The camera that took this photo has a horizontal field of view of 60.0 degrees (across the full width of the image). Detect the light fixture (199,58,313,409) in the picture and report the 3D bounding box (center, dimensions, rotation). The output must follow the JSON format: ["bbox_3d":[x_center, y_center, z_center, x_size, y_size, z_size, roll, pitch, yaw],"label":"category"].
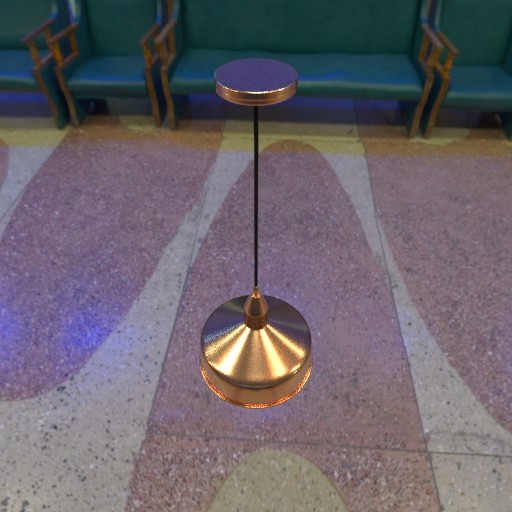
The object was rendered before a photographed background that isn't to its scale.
[{"bbox_3d":[0.000,0.000,0.916,0.301,0.754,0.301,4,45,4],"label":"light fixture"}]
